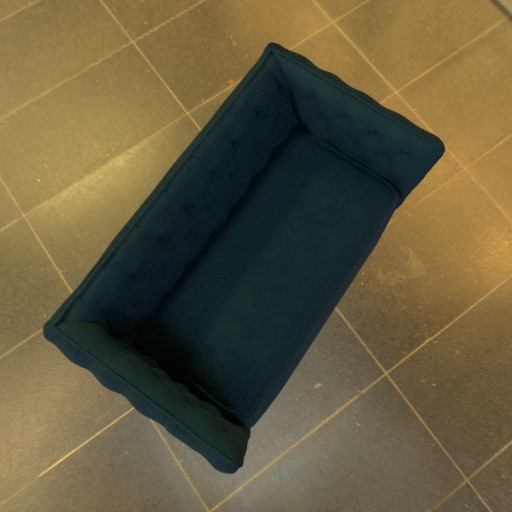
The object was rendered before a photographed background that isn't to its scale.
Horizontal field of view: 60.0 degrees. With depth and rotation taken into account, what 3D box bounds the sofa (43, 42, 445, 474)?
[{"bbox_3d":[0.000,0.000,2.088,0.909,0.810,1.583,34,78,8],"label":"sofa"}]
